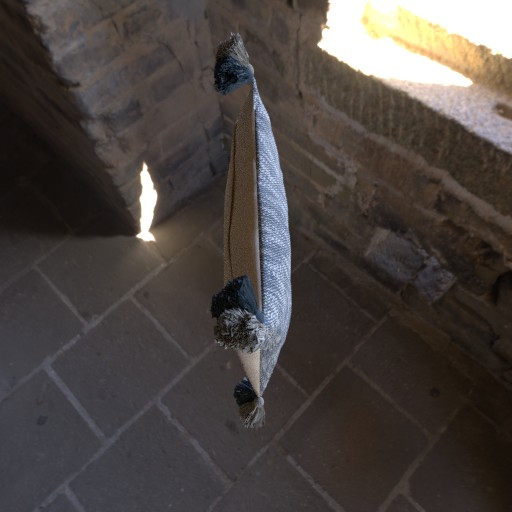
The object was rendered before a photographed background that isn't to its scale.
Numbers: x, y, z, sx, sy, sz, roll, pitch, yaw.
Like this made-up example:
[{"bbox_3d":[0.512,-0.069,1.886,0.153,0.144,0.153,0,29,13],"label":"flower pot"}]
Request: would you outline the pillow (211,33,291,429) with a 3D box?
[{"bbox_3d":[0.000,0.000,0.899,0.138,0.634,0.614,-2,63,-1],"label":"pillow"}]
